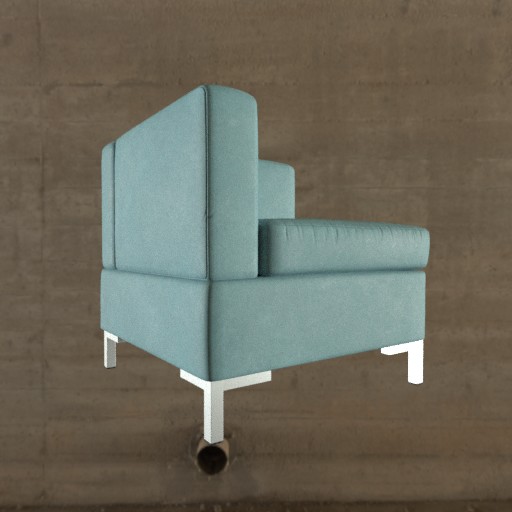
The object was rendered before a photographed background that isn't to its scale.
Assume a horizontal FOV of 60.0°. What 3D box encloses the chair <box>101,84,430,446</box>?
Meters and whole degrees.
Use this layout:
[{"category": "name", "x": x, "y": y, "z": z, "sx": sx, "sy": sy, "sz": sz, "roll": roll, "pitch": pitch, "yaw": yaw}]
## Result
[{"category": "chair", "x": 0.000, "y": 0.000, "z": 1.228, "sx": 0.680, "sy": 0.660, "sz": 0.680, "roll": -1, "pitch": 1, "yaw": -35}]
